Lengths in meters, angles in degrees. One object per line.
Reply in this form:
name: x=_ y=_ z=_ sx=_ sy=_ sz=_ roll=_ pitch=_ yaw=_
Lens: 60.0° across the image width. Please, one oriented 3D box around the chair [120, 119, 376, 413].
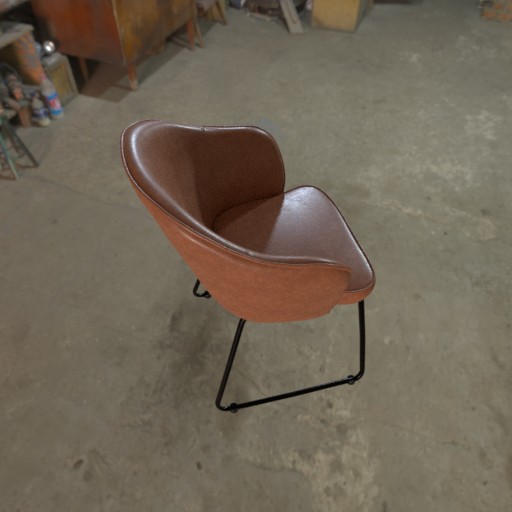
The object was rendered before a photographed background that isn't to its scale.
chair: x=0.000 y=0.000 z=1.244 sx=0.580 sy=0.785 sz=0.582 roll=-11 pitch=47 yaw=-11
